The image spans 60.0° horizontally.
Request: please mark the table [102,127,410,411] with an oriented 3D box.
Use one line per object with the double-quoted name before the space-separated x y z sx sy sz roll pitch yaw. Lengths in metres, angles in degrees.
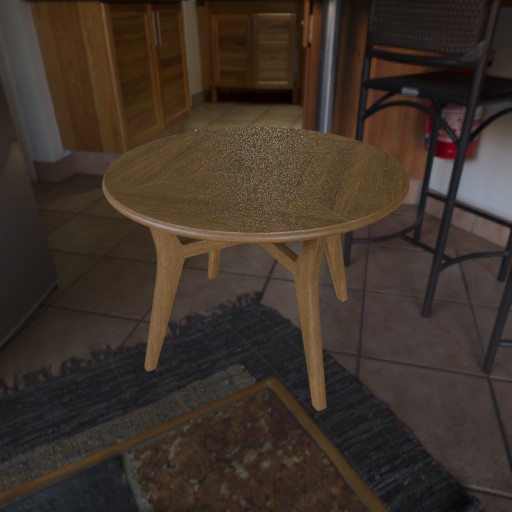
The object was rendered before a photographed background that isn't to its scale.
"table" 0.000 0.000 1.773 1.055 0.757 1.055 0 31 0
